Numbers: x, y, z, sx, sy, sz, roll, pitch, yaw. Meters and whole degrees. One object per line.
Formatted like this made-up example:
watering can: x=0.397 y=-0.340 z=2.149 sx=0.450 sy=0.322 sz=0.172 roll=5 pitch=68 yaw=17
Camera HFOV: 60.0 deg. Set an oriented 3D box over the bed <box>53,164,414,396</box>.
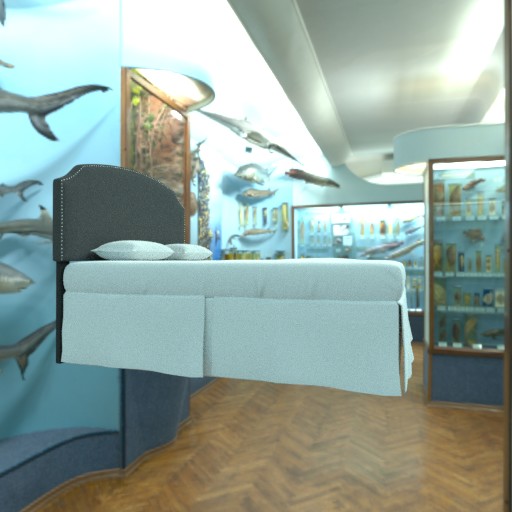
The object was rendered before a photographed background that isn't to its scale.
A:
bed: x=0.000 y=0.000 z=2.980 sx=1.999 sy=1.270 sz=1.558 roll=0 pitch=-1 yaw=19
